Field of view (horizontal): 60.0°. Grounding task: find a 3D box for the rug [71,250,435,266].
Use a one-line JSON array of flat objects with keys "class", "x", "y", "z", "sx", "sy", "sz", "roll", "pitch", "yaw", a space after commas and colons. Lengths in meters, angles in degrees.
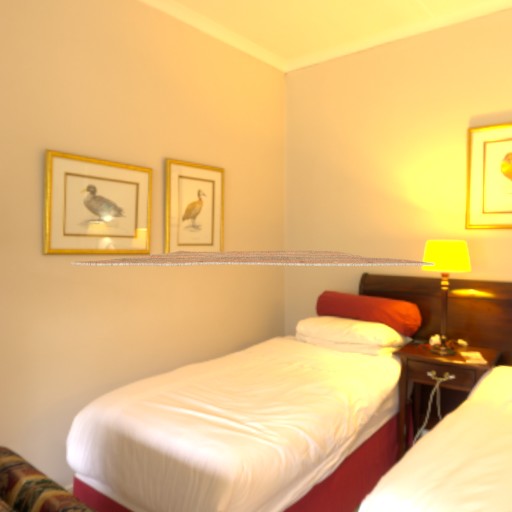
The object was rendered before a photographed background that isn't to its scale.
[{"class": "rug", "x": 0.000, "y": 0.000, "z": 3.080, "sx": 1.537, "sy": 0.029, "sz": 2.439, "roll": 0, "pitch": 2, "yaw": 1}]
